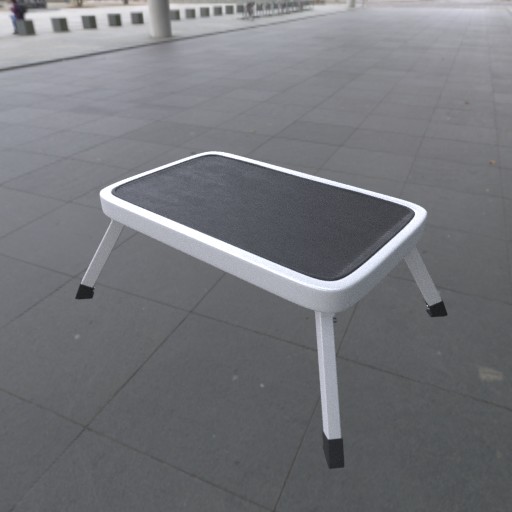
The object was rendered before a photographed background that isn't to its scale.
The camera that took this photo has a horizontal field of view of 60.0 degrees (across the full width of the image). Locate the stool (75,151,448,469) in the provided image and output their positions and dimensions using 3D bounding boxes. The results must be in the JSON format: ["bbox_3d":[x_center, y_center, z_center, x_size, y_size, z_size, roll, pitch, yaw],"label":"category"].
[{"bbox_3d":[0.000,0.000,0.612,0.460,0.170,0.320,23,38,32],"label":"stool"}]
